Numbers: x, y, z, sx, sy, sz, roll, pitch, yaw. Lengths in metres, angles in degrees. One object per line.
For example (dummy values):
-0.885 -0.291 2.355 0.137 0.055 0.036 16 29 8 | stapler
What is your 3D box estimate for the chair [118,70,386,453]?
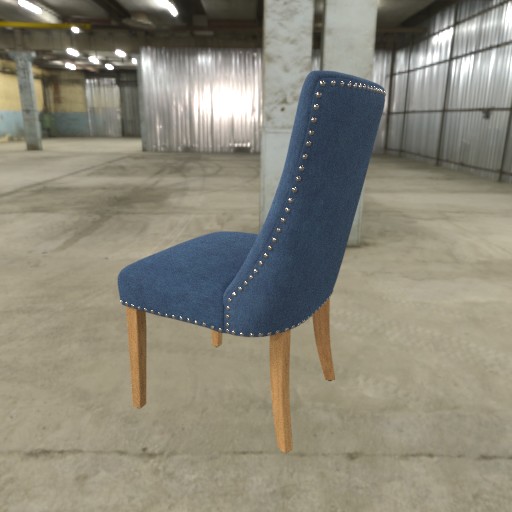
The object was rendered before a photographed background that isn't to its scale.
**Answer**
0.000 0.000 1.239 0.610 0.902 0.495 9 19 27 | chair
